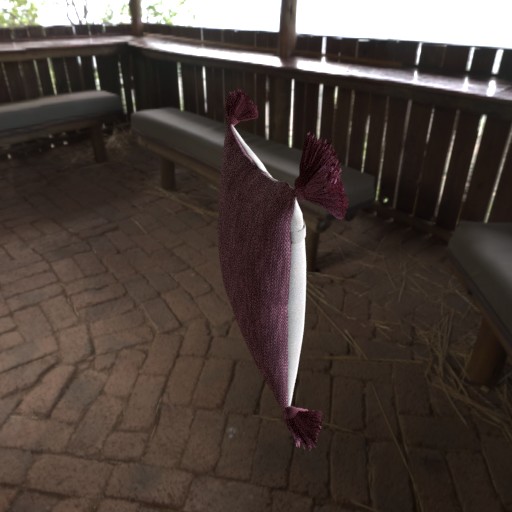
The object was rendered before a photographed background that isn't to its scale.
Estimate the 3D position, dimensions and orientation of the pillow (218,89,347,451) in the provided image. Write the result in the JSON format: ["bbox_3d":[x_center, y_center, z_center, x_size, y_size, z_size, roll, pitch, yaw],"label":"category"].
[{"bbox_3d":[0.000,0.000,1.003,0.138,0.659,0.641,-8,31,-14],"label":"pillow"}]
